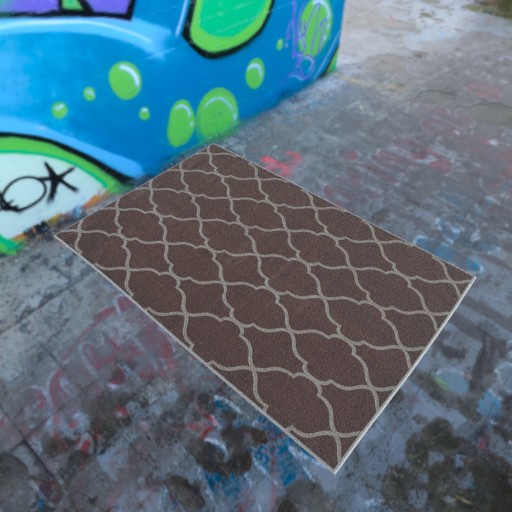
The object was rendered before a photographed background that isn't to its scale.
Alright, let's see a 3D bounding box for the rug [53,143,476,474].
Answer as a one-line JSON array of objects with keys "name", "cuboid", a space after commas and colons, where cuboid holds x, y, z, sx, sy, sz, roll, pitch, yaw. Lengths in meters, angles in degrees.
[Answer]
[{"name": "rug", "cuboid": [0.000, 0.000, 2.849, 2.294, 0.014, 1.528, 32, 54, 27]}]
